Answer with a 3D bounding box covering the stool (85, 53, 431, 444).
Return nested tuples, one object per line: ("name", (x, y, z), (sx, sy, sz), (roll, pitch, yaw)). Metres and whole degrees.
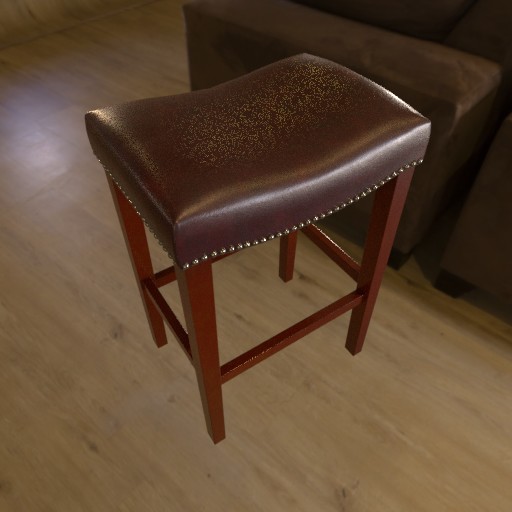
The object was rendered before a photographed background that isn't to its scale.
("stool", (0.000, 0.000, 1.013), (0.504, 0.742, 0.372), (-25, 51, -23))
